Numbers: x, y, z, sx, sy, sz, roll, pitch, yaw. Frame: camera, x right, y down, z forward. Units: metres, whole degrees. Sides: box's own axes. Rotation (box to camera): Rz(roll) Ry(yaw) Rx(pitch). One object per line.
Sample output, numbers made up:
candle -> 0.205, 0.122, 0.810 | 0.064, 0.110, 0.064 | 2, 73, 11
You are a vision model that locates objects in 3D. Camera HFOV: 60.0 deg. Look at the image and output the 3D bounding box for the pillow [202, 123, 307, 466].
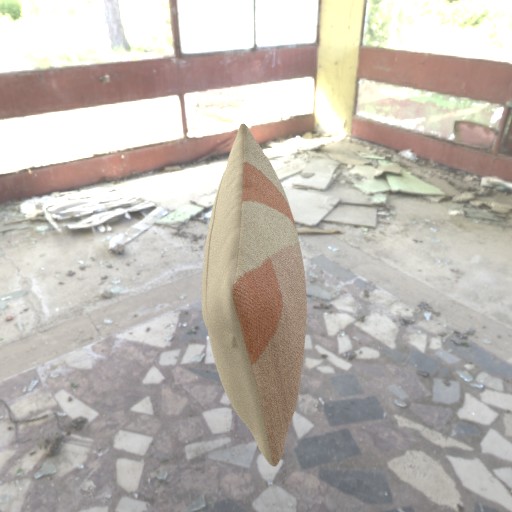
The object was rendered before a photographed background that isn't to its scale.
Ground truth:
pillow -> 0.000, 0.000, 0.740 | 0.155, 0.292, 0.609 | 0, 31, 0
